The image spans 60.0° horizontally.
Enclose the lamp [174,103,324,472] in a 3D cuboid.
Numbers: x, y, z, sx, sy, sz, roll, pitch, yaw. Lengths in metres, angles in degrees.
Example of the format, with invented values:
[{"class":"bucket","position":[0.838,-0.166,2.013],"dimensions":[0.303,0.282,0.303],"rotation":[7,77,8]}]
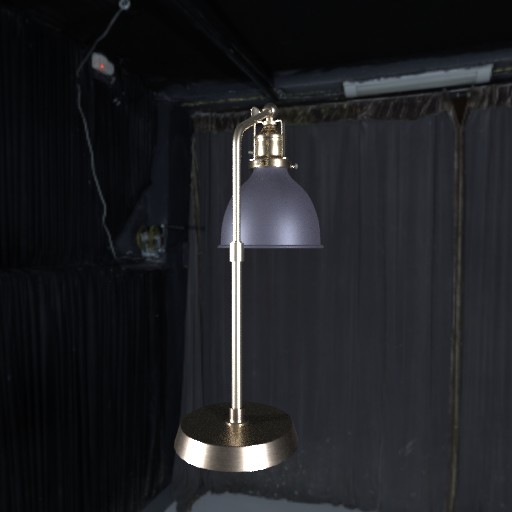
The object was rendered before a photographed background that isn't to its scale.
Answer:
[{"class":"lamp","position":[0.000,0.000,0.611],"dimensions":[0.160,0.456,0.291],"rotation":[1,1,20]}]
